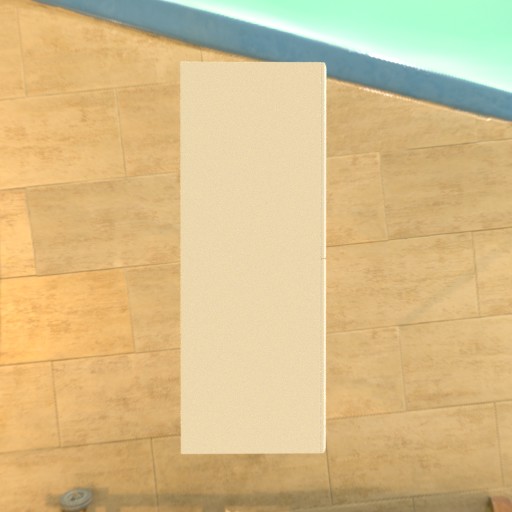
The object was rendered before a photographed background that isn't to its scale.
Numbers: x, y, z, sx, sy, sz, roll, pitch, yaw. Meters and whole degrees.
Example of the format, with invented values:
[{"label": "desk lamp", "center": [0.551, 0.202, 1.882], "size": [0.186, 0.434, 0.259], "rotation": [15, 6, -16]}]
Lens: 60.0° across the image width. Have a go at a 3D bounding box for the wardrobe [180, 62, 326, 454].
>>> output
[{"label": "wardrobe", "center": [0.000, 0.000, 1.618], "size": [0.360, 1.200, 0.900], "rotation": [0, 91, -1]}]
